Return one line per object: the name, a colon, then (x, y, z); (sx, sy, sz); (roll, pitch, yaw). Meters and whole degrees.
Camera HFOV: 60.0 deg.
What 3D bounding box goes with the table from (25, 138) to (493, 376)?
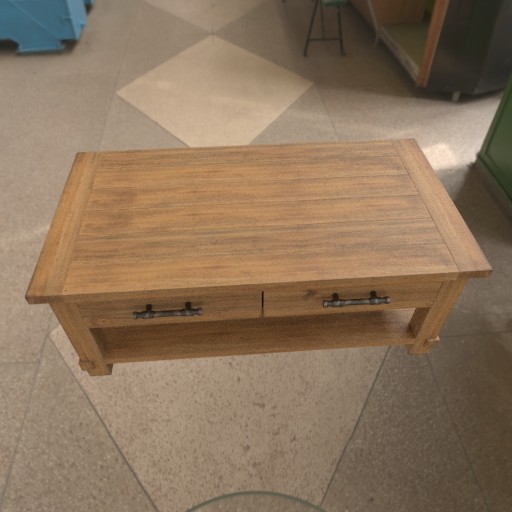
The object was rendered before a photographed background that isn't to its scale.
table: (0.000, 0.000, 1.603); (1.270, 0.494, 0.693); (-3, 46, -3)
